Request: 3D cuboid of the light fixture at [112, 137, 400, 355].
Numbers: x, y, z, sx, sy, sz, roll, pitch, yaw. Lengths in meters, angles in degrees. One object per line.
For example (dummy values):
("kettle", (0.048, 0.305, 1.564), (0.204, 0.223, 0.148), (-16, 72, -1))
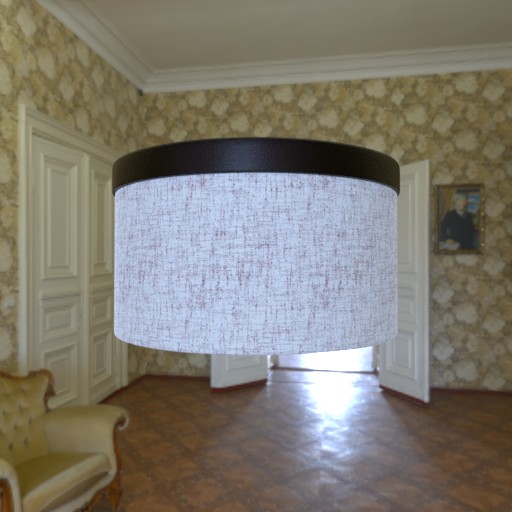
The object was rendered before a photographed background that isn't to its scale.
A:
("light fixture", (0.000, 0.000, 0.629), (0.389, 0.229, 0.389), (0, -1, 0))
